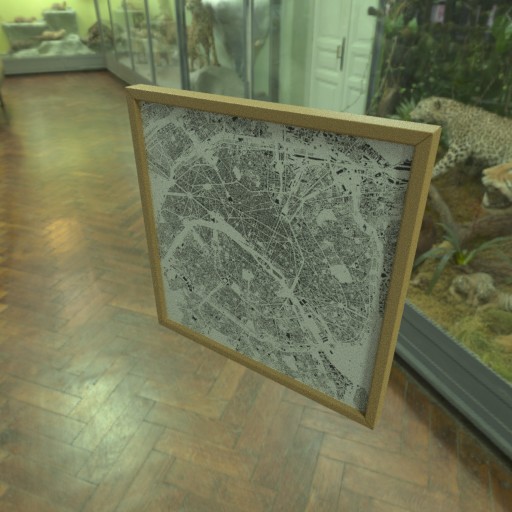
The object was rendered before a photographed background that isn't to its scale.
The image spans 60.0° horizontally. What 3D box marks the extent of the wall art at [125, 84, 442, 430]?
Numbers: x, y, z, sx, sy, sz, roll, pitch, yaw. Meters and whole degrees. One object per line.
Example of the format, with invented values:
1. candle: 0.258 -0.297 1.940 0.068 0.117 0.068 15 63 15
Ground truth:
1. wall art: 0.000 0.000 0.765 0.509 0.509 0.036 19 36 29
